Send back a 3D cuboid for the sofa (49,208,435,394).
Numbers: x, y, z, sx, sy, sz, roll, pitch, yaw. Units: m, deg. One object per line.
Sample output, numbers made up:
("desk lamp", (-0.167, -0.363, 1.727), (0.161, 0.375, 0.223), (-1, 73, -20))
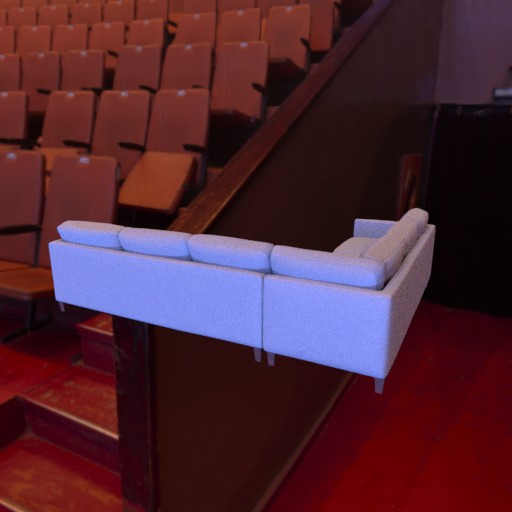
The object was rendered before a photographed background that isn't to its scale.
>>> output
("sofa", (0.000, 0.000, 4.714), (3.301, 0.947, 2.592), (8, 18, 26))
